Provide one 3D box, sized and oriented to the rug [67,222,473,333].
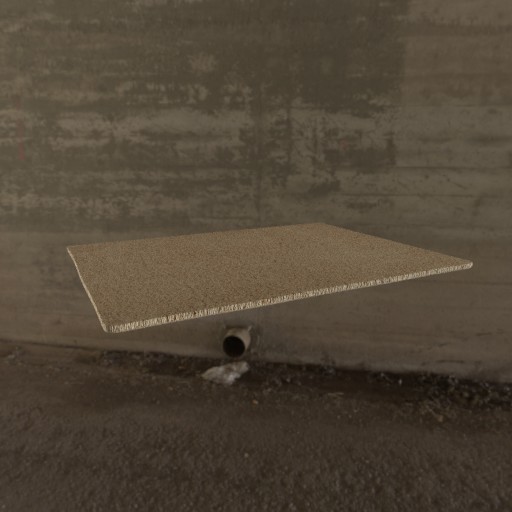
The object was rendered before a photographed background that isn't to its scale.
[{"bbox_3d":[0.000,0.000,2.148,1.600,0.025,1.199,-7,16,-26],"label":"rug"}]
